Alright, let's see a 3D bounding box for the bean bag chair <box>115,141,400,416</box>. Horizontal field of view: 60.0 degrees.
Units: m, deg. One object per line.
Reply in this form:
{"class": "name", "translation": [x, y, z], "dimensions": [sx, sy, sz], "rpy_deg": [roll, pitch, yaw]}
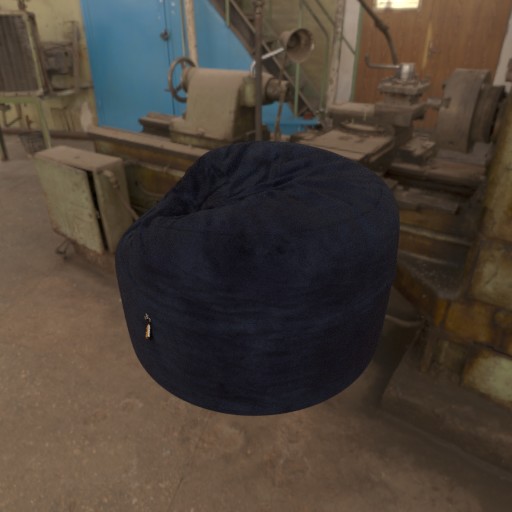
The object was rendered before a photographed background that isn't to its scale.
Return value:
{"class": "bean bag chair", "translation": [0.000, 0.000, 1.512], "dimensions": [0.918, 0.616, 0.918], "rpy_deg": [0, 30, 0]}
